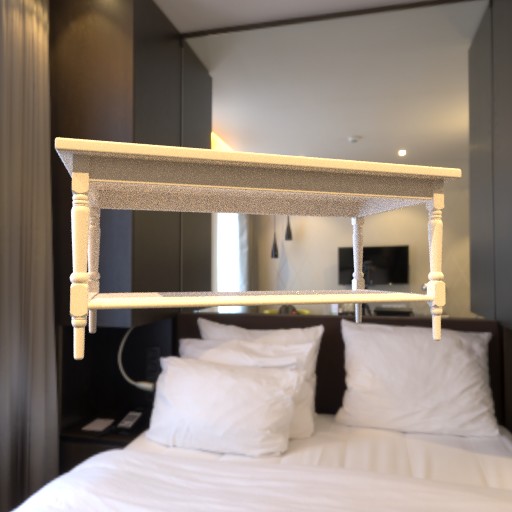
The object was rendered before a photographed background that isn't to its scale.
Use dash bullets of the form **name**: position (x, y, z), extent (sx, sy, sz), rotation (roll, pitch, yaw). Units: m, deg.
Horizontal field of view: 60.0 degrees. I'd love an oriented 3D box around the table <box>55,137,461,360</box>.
- **table**: position (0.000, 0.000, 1.411), extent (1.107, 0.510, 0.550), rotation (1, -2, -16)
